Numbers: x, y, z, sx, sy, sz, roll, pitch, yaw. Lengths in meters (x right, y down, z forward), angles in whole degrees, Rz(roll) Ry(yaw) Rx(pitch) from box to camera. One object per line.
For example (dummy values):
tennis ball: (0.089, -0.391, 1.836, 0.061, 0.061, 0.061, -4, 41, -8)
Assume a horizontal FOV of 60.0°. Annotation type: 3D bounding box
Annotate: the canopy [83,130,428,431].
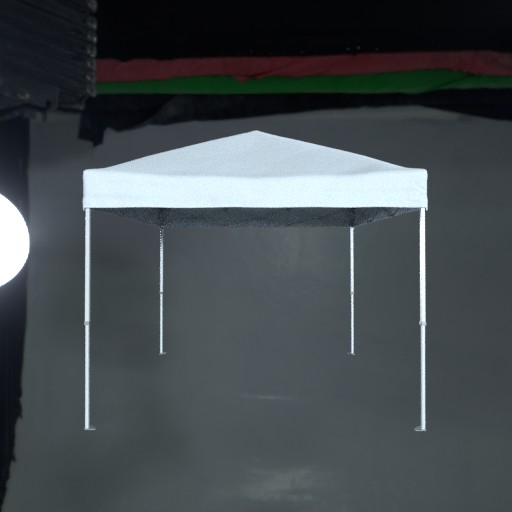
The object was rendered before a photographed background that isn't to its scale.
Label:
canopy: (0.000, 0.000, 5.307, 2.996, 2.997, 2.998, 0, 0, 0)
